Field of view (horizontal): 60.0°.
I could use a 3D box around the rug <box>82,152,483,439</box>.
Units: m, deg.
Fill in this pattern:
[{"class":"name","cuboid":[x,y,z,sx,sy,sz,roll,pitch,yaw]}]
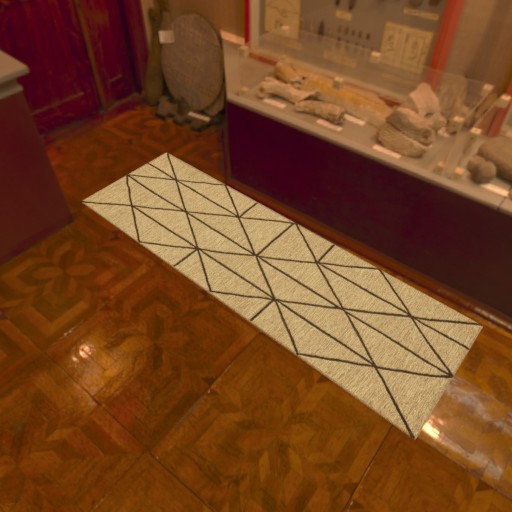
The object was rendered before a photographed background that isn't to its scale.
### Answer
[{"class":"rug","cuboid":[0.000,0.000,2.635,2.438,0.012,0.762,32,54,26]}]
